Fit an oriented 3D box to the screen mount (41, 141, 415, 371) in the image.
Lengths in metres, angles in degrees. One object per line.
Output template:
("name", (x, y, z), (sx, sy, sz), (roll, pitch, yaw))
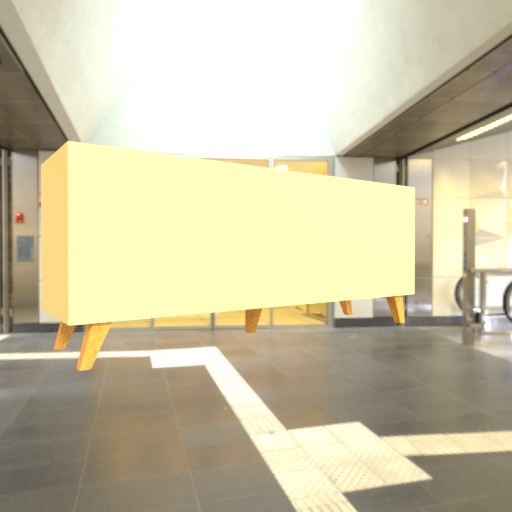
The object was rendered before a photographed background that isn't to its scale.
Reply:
("screen mount", (0.000, 0.000, 1.761), (1.490, 0.619, 0.400), (0, 1, -35))
